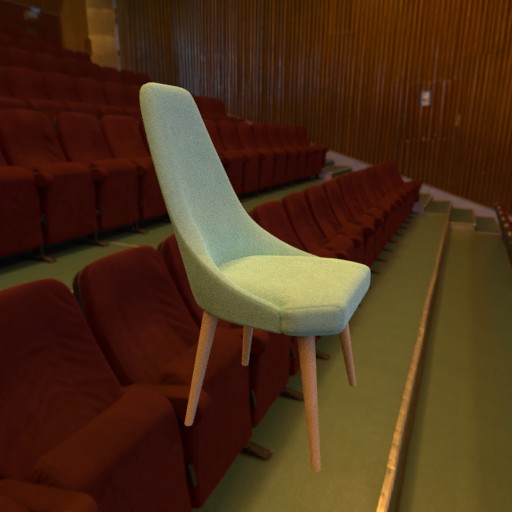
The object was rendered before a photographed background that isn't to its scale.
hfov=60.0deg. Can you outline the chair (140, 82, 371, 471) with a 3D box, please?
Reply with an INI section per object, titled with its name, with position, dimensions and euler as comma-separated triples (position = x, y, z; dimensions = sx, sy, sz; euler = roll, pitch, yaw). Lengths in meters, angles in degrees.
[chair]
position = 0.000, 0.000, 1.398
dimensions = 0.660, 1.040, 0.510
euler = 7, 16, 23
